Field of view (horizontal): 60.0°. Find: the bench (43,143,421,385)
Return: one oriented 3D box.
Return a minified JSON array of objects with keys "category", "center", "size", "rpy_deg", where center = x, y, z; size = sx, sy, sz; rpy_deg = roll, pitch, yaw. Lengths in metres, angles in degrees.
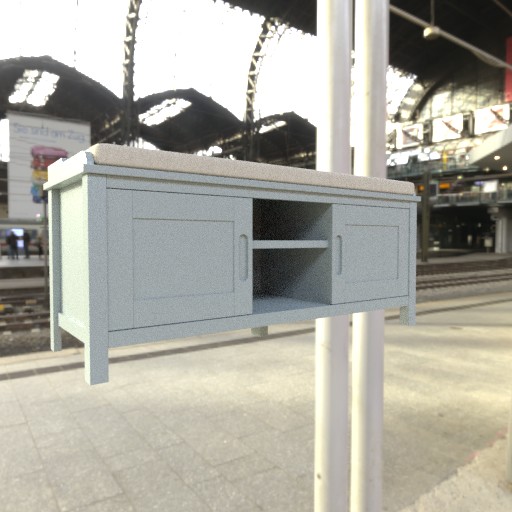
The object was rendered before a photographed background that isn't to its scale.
[{"category":"bench","center":[0.000,0.000,1.386],"size":[1.140,0.501,0.398],"rpy_deg":[-1,3,-36]}]
